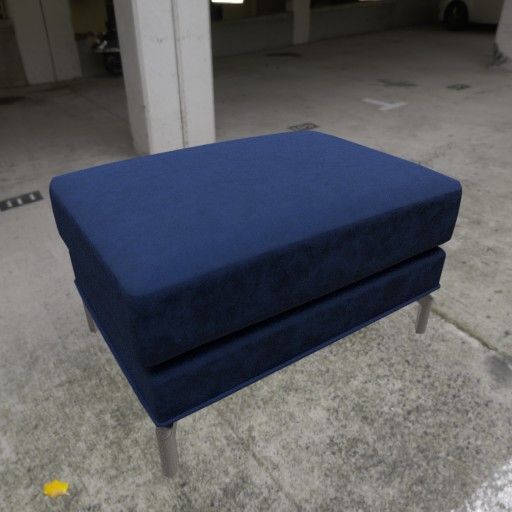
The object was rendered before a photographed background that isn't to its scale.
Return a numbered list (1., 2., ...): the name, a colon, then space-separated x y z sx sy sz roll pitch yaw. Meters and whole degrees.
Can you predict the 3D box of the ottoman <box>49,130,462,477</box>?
1. ottoman: 0.000 0.000 1.155 0.835 0.498 0.587 -19 35 -29
